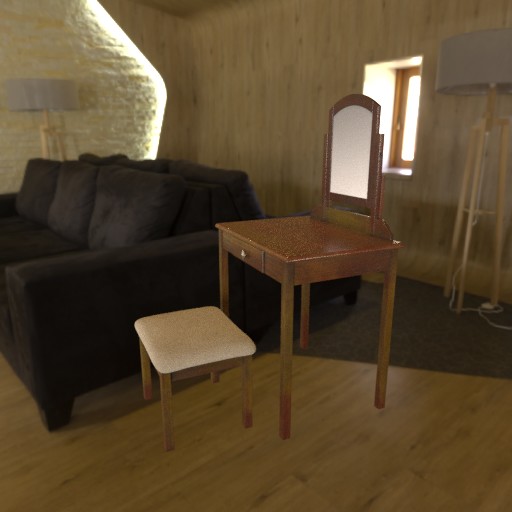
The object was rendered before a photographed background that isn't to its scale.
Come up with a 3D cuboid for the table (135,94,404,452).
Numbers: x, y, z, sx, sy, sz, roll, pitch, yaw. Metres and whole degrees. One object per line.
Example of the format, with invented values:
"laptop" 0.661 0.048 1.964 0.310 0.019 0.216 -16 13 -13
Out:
"table" 0.000 0.000 2.304 1.211 1.631 0.876 -7 17 -24
